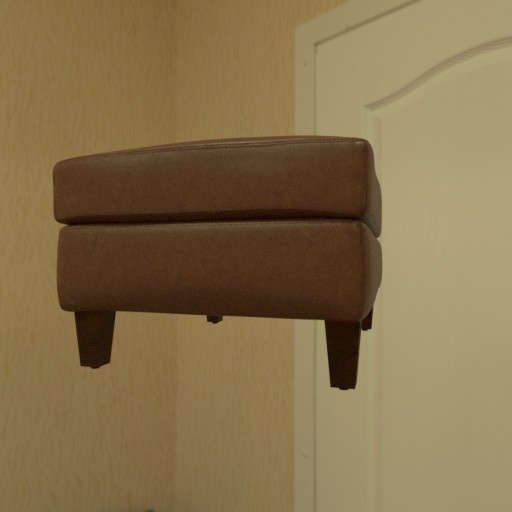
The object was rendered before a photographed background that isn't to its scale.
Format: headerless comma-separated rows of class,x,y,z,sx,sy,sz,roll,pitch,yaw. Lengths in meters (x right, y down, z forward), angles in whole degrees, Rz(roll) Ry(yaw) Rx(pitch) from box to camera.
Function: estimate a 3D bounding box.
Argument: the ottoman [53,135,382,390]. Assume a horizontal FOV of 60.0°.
ottoman,0.000,0.000,1.203,0.650,0.485,0.851,0,0,17
